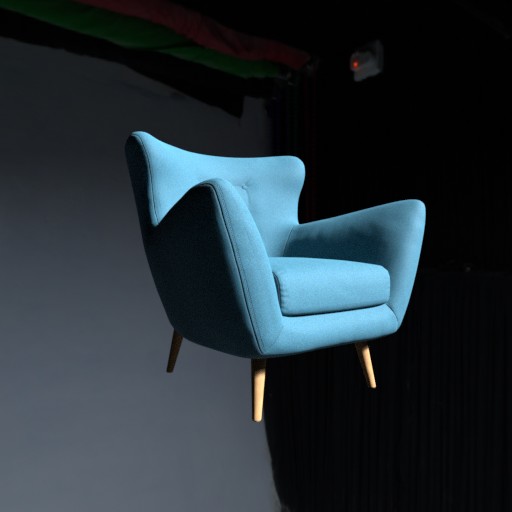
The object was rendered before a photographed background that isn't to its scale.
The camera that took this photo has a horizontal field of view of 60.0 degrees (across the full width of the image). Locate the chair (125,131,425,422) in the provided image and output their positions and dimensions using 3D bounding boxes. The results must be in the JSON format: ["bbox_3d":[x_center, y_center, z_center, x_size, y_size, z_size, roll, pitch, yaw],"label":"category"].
[{"bbox_3d":[0.000,0.000,1.626,0.890,0.889,0.889,-1,1,-37],"label":"chair"}]
